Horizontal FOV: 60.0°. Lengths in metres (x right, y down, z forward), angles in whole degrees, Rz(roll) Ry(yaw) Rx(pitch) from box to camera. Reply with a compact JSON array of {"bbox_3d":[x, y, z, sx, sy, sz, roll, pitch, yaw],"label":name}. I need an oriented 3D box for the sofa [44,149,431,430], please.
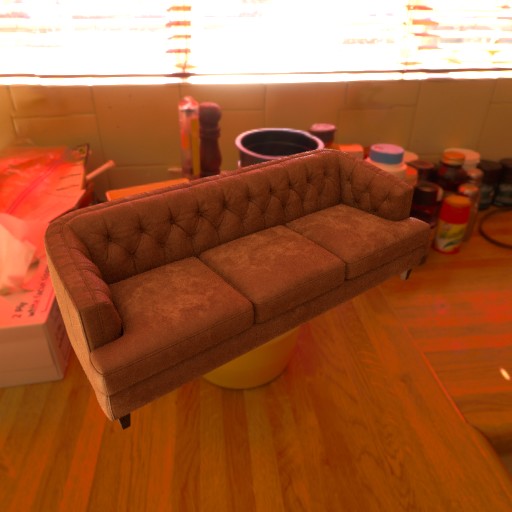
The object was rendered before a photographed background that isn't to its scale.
[{"bbox_3d":[0.000,0.000,2.689,2.257,0.791,0.922,-21,37,-31],"label":"sofa"}]
